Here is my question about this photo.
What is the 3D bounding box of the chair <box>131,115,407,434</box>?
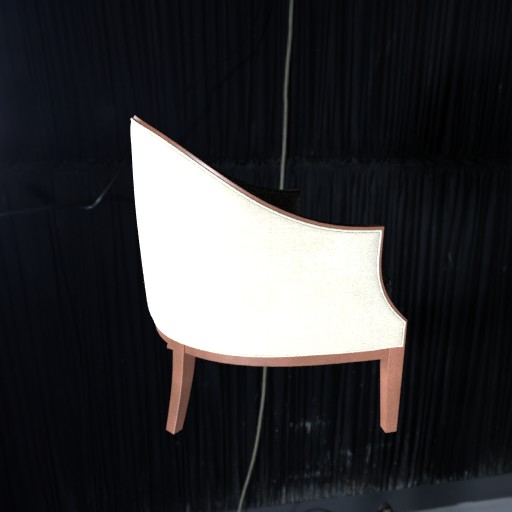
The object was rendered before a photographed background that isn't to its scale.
[{"bbox_3d":[0.000,0.000,1.455,0.735,0.876,0.803,-3,16,-10],"label":"chair"}]
